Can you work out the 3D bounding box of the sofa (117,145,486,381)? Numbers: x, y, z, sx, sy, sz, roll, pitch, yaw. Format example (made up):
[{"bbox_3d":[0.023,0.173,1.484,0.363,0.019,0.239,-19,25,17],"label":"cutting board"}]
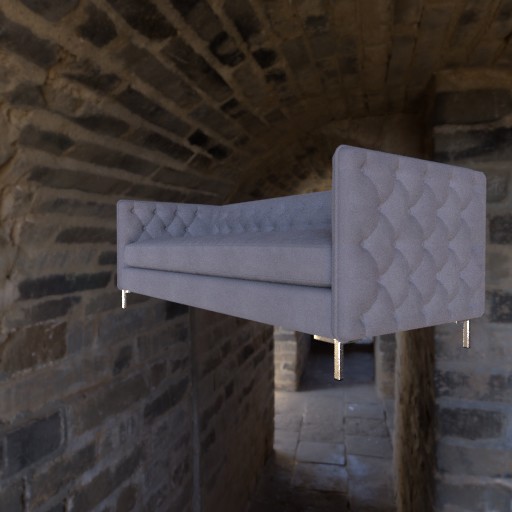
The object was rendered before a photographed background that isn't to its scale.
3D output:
[{"bbox_3d":[0.000,0.000,2.518,0.895,0.771,2.209,-1,2,-36],"label":"sofa"}]
